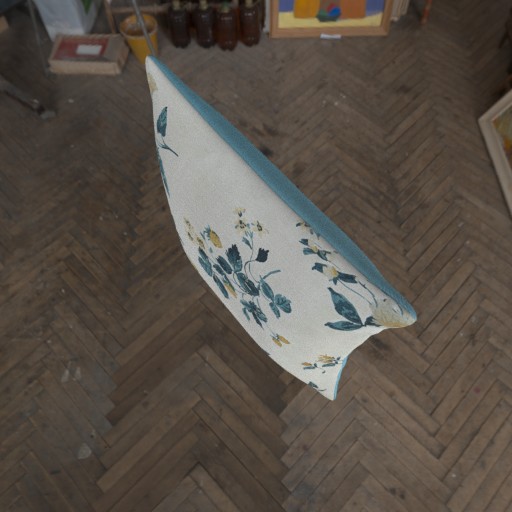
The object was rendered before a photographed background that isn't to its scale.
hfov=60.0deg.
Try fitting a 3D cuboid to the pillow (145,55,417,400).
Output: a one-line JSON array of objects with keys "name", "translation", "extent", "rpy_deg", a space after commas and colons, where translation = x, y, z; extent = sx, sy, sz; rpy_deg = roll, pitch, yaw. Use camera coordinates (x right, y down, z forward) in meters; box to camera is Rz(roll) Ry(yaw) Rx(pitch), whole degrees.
[{"name": "pillow", "translation": [0.000, 0.000, 0.783], "extent": [0.166, 0.507, 0.526], "rpy_deg": [-36, 69, -16]}]
